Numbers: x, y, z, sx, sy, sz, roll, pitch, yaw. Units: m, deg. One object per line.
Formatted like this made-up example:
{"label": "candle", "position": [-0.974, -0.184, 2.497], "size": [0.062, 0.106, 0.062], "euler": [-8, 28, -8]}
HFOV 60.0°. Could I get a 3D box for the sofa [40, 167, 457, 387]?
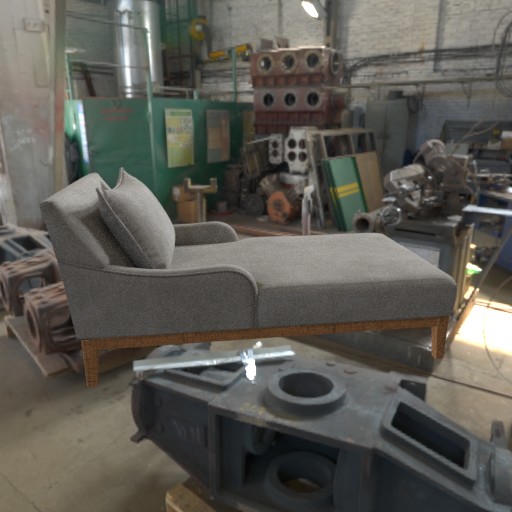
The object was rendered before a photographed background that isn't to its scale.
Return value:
{"label": "sofa", "position": [0.000, 0.000, 2.316], "size": [1.779, 0.859, 0.894], "euler": [-3, 18, -8]}
